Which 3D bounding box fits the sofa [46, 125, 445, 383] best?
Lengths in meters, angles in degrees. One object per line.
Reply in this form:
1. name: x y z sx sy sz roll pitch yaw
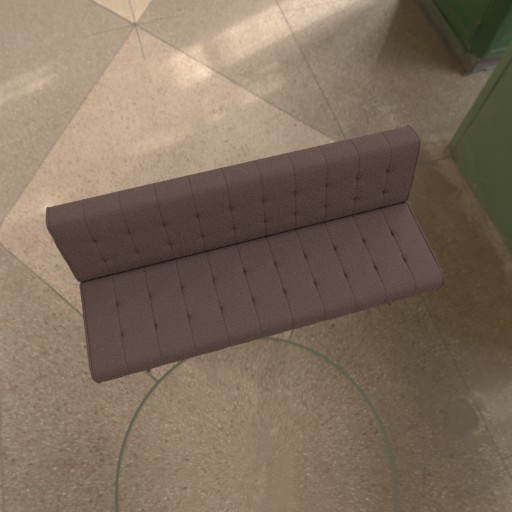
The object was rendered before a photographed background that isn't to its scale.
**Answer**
1. sofa: 0.000 0.000 2.168 1.703 0.699 0.747 -14 65 -7
